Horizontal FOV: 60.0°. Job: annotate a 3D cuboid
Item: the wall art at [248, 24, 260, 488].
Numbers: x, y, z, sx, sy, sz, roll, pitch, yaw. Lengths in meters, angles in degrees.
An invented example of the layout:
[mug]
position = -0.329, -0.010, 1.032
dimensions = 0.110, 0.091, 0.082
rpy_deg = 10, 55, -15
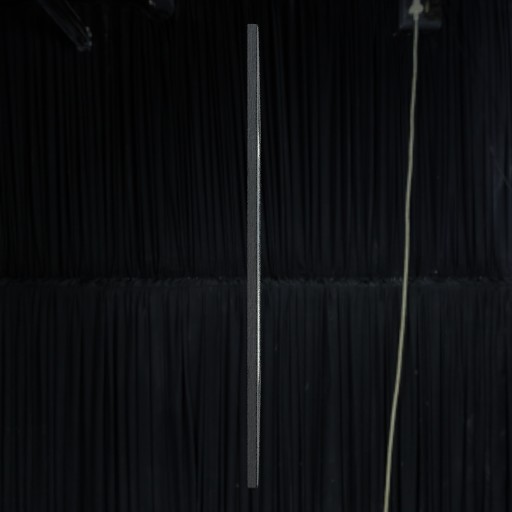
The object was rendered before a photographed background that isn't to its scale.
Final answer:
[wall art]
position = 0.000, 0.000, 0.782
dimensions = 0.013, 0.570, 0.476
rpy_deg = 0, 0, 1
